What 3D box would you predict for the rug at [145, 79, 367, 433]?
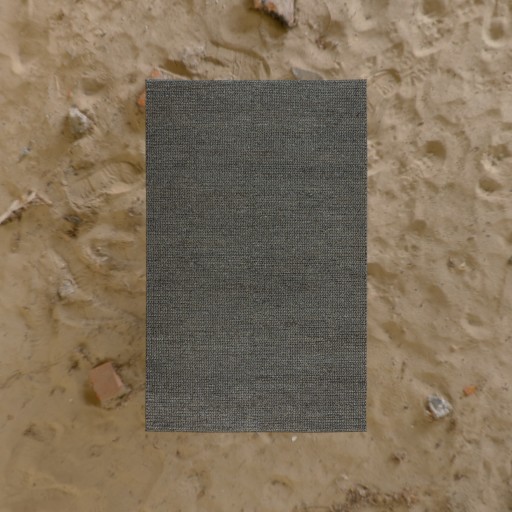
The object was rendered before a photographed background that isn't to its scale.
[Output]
[{"bbox_3d":[0.000,0.000,3.061,1.538,0.021,2.443,0,90,0],"label":"rug"}]
